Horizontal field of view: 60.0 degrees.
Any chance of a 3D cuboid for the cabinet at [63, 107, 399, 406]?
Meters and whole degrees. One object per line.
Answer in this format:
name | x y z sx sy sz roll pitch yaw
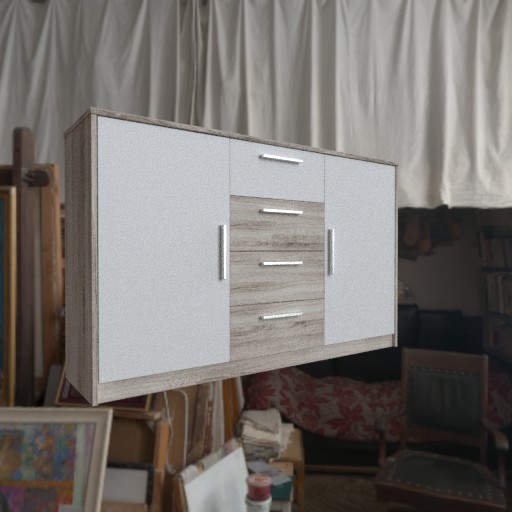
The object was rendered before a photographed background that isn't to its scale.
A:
cabinet | 0.000 0.000 1.884 1.450 0.900 0.380 -1 1 -35
